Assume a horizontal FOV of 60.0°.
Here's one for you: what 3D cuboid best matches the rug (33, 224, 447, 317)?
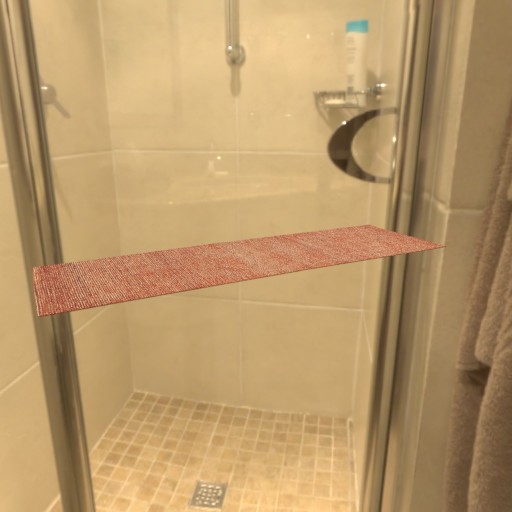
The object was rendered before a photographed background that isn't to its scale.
[{"bbox_3d":[0.000,0.000,2.601,2.353,0.013,0.718,-8,19,-26],"label":"rug"}]
